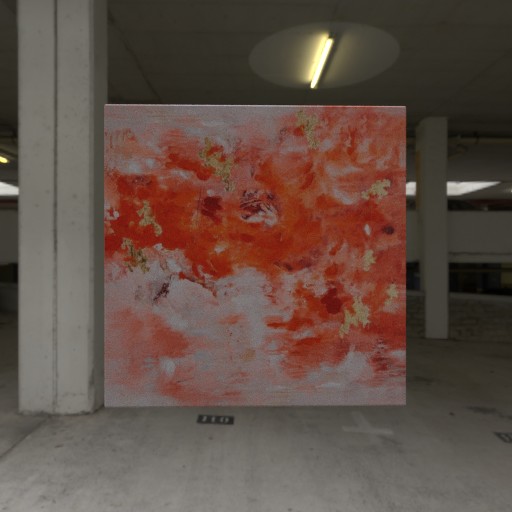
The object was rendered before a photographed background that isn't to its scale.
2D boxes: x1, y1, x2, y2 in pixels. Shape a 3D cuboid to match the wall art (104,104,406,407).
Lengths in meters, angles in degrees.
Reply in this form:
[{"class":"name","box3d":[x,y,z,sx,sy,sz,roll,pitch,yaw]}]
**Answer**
[{"class":"wall art","box3d":[0.000,0.000,1.127,0.747,0.746,0.064,0,0,-1]}]
